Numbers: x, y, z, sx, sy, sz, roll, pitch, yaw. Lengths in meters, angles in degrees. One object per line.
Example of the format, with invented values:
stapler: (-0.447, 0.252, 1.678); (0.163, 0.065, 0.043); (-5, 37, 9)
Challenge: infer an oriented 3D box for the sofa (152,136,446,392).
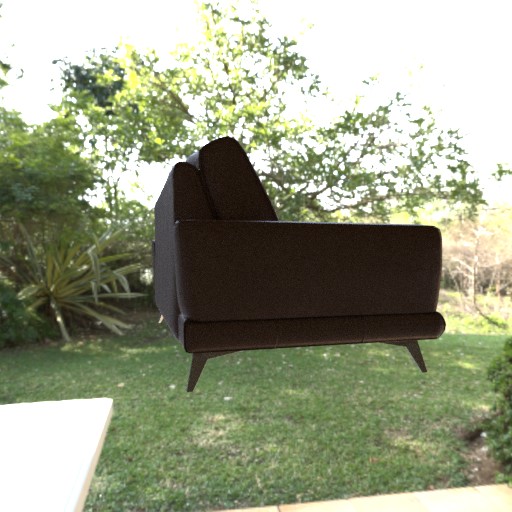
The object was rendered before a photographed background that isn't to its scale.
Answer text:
sofa: (0.000, 0.000, 2.378); (1.018, 0.907, 1.806); (0, 0, -16)
